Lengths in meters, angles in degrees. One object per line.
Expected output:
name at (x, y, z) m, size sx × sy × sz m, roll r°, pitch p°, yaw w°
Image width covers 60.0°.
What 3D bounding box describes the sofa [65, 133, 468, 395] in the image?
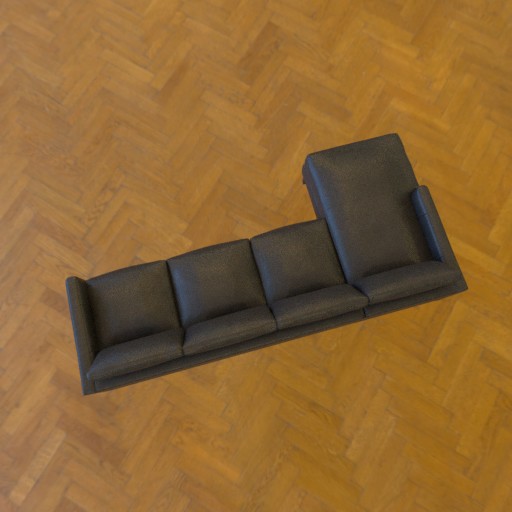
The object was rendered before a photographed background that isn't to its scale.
sofa at (0.000, 0.000, 3.666) m, size 2.993 × 0.859 × 1.471 m, roll -15°, pitch 77°, yaw -4°
